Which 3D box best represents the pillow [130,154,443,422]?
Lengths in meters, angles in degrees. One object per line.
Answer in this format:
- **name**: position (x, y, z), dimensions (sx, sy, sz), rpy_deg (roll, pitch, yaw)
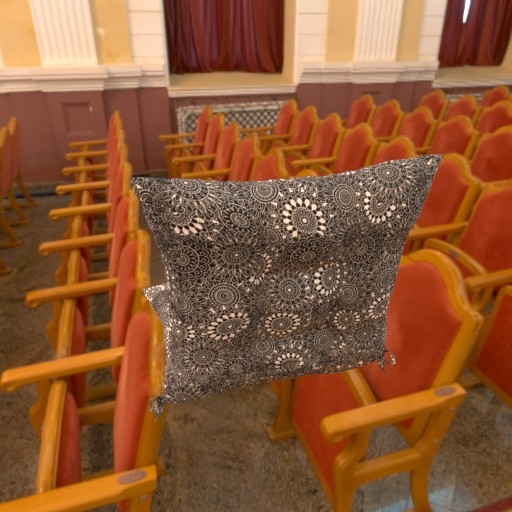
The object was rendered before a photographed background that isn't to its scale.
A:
- **pillow**: position (0.000, 0.000, 0.992), dimensions (0.541, 0.536, 0.585), rpy_deg (-8, 27, -15)
